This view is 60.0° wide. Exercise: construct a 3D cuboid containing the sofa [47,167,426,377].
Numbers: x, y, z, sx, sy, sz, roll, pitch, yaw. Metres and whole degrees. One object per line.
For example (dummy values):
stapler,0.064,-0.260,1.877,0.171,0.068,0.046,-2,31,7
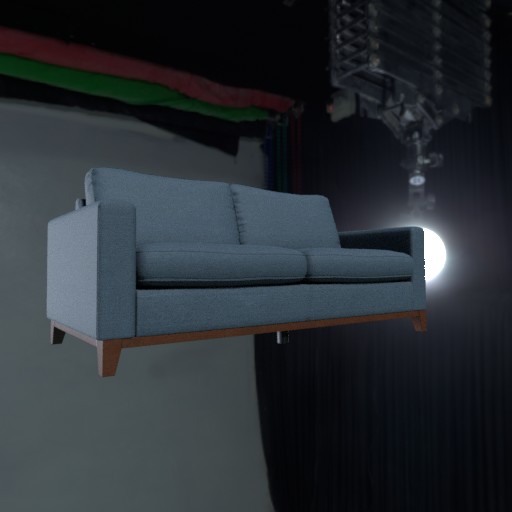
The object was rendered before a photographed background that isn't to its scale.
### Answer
sofa,0.000,0.000,2.375,1.900,0.865,0.877,1,-2,-36
